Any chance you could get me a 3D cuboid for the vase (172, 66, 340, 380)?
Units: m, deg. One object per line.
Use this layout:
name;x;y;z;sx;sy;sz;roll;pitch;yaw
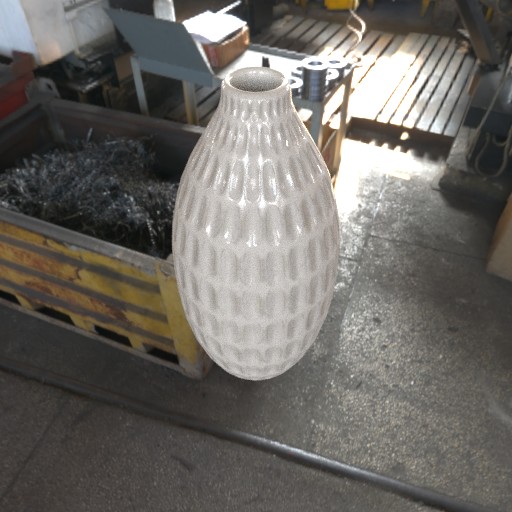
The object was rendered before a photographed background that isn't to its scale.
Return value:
vase;0.000;0.000;0.347;0.127;0.282;0.127;0;46;0
